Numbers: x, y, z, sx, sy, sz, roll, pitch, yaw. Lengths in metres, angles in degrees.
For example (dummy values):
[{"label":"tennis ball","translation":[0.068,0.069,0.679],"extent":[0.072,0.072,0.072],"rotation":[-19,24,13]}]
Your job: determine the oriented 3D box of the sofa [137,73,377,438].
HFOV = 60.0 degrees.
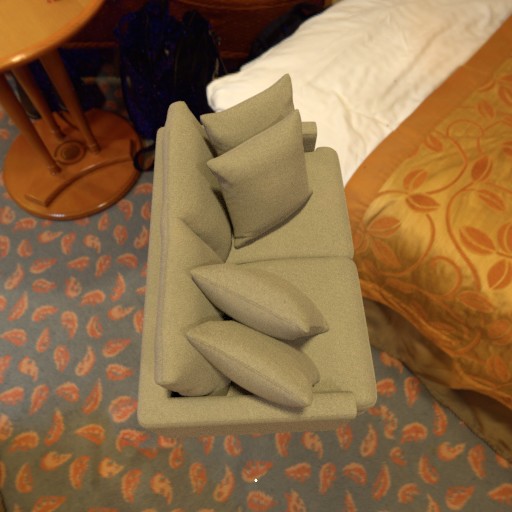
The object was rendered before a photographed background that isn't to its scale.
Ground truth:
[{"label":"sofa","translation":[0.000,0.000,2.609],"extent":[1.228,1.080,1.869],"rotation":[-2,63,-1]}]
